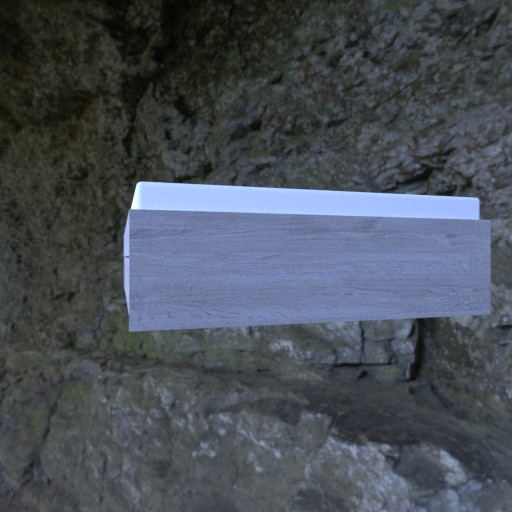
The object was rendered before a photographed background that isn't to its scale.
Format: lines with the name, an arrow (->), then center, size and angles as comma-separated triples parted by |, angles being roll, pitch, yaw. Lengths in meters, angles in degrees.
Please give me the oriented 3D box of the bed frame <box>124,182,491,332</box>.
bed frame -> 0.000, 0.000, 2.563 | 1.448, 0.490, 1.944 | 0, 0, -17
